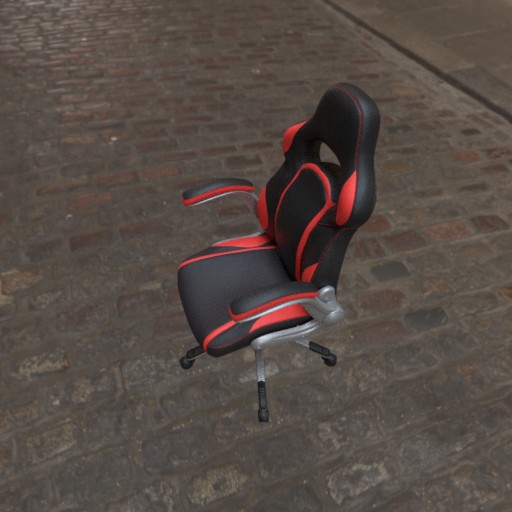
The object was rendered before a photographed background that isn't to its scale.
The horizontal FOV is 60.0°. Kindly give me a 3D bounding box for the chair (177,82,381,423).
[{"bbox_3d":[0.000,0.000,1.641,0.712,1.165,0.758,-15,48,-14],"label":"chair"}]
